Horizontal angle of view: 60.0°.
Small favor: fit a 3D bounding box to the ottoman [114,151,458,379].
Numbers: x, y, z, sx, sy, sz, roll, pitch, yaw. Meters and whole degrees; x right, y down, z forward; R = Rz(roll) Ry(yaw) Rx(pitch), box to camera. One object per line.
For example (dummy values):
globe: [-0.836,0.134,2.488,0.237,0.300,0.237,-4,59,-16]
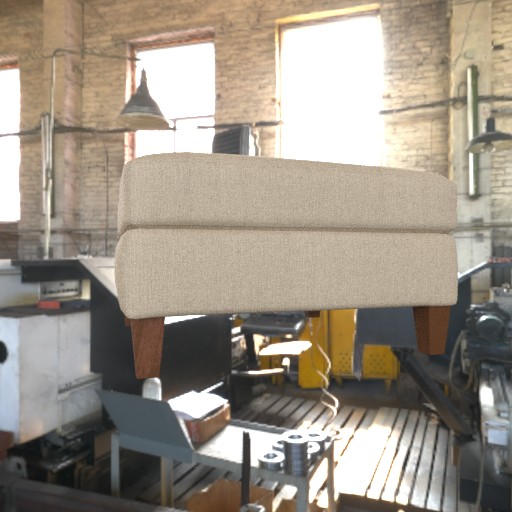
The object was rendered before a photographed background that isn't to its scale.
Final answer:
ottoman: [0.000,0.000,1.384,0.838,0.503,0.838,0,0,-18]
